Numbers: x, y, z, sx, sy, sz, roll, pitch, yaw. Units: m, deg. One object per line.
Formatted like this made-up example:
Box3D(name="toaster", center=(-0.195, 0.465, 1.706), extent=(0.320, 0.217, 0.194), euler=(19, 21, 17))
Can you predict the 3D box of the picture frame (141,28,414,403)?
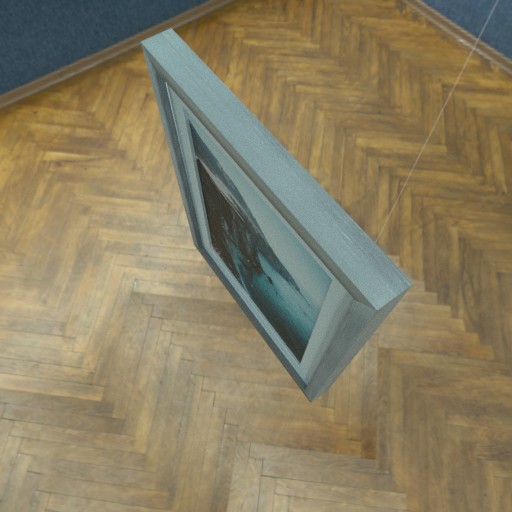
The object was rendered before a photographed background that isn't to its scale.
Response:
Box3D(name="picture frame", center=(0.000, 0.000, 0.743), extent=(0.046, 0.555, 0.449), euler=(-32, 68, -15))
